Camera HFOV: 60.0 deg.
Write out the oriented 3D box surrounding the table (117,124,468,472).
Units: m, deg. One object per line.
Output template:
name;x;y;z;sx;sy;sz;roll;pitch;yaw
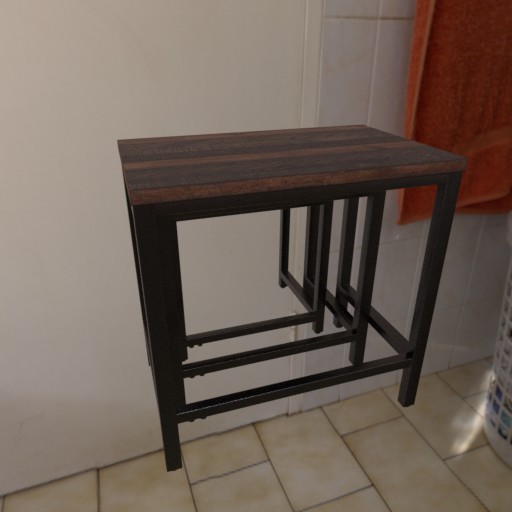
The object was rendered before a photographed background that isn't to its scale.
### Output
table;0.000;0.000;1.148;0.608;0.616;0.660;-8;27;-16
